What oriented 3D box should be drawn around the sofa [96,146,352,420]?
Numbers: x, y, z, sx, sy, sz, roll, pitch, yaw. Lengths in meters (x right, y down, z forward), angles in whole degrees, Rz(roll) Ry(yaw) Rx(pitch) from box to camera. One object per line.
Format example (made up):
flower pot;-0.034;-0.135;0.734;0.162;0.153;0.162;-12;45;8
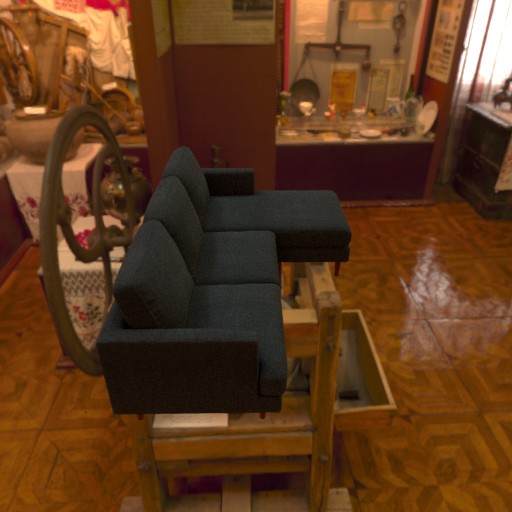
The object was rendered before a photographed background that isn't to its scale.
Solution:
sofa;0.000;0.000;3.084;1.504;0.956;2.233;0;32;-1
